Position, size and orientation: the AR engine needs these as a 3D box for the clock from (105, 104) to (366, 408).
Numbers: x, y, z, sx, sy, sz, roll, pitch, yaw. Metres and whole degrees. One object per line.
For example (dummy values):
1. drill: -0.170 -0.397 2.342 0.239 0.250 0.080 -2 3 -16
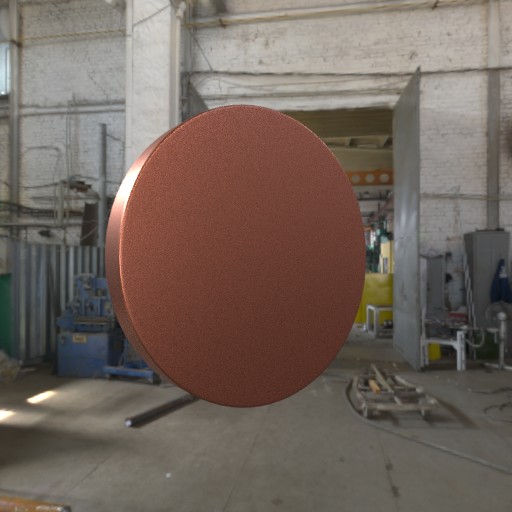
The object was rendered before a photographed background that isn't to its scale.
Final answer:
1. clock: 0.000 0.000 0.482 0.313 0.313 0.040 0 -1 -36
